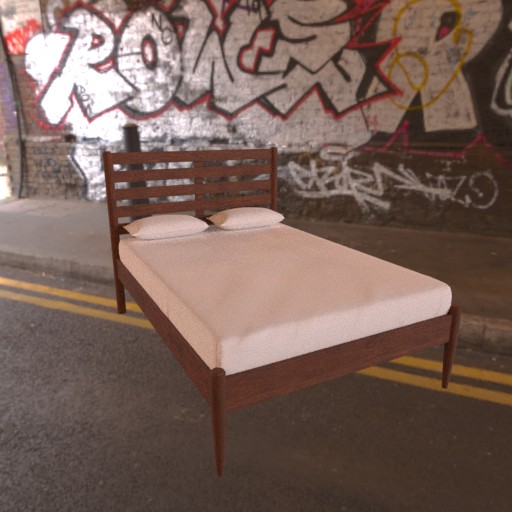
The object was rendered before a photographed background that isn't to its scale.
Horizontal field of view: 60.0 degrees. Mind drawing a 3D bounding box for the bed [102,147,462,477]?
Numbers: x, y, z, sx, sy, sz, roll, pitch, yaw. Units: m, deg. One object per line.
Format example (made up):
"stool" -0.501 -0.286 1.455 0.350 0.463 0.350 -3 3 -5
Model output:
"bed" 0.000 0.000 2.965 1.509 1.304 2.093 -9 18 -27
